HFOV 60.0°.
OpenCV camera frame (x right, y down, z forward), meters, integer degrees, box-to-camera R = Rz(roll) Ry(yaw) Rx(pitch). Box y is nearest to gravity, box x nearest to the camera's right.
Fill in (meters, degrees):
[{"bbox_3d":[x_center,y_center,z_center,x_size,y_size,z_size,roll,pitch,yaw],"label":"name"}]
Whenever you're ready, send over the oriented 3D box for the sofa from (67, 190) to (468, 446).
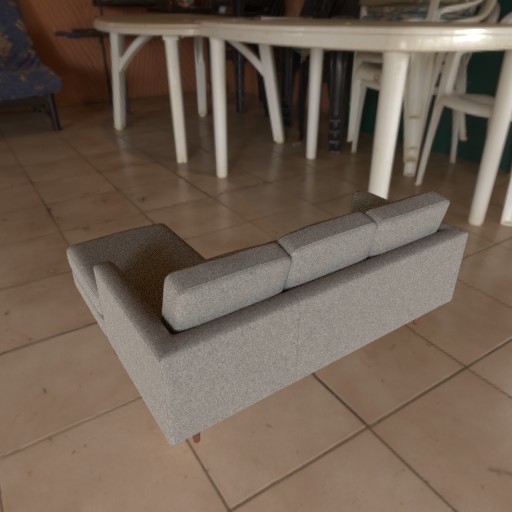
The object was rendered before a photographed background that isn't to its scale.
[{"bbox_3d":[0.000,0.000,2.938,2.055,0.957,1.667,-18,34,-29],"label":"sofa"}]
